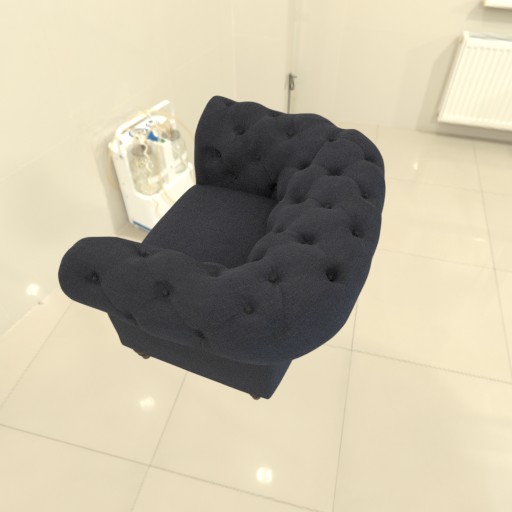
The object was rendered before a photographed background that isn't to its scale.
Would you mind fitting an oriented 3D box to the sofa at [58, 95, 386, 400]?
[{"bbox_3d":[0.000,0.000,2.068,1.032,0.878,1.405,15,48,14],"label":"sofa"}]
